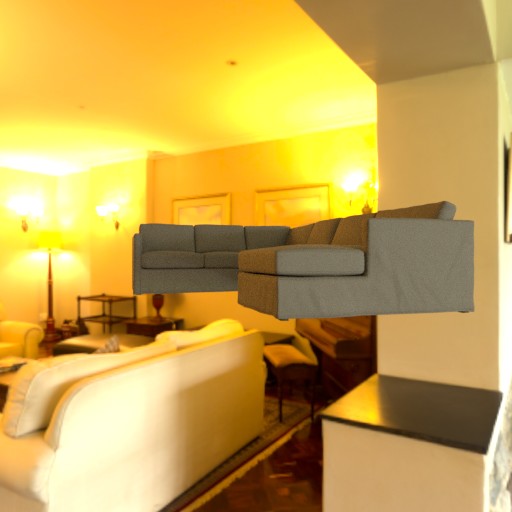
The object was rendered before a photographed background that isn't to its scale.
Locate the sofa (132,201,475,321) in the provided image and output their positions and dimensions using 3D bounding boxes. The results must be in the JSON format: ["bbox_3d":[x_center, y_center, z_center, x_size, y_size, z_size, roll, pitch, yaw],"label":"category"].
[{"bbox_3d":[0.000,0.000,4.614,2.427,0.882,3.460,0,0,-17],"label":"sofa"}]
